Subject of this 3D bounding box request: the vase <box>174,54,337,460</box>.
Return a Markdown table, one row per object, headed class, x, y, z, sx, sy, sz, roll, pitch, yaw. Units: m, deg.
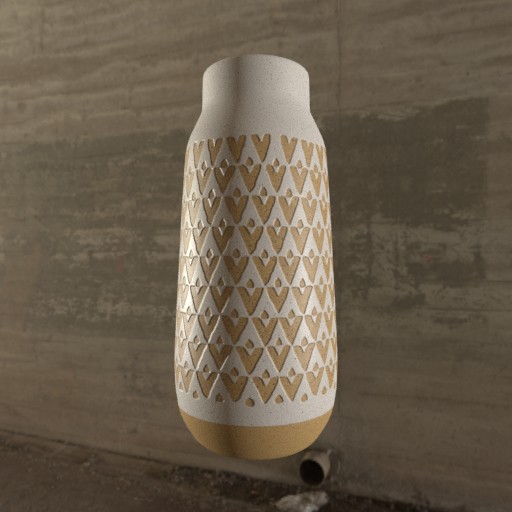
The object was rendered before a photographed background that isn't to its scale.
| class | x | y | z | sx | sy | sz | roll | pitch | yaw |
| --- | --- | --- | --- | --- | --- | --- | --- | --- | --- |
| vase | 0.000 | 0.000 | 0.380 | 0.137 | 0.307 | 0.137 | 0 | 0 | 0 |
